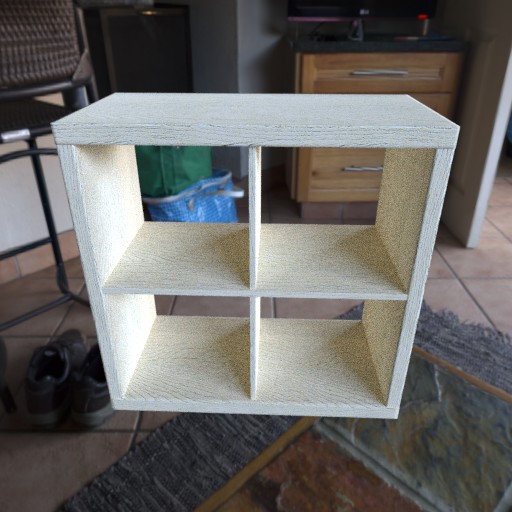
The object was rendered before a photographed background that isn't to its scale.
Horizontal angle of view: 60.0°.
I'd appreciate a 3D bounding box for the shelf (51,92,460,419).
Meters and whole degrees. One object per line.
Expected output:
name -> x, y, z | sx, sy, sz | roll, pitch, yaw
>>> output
shelf -> 0.000, 0.000, 1.213 | 0.790, 0.786, 0.390 | 1, 28, 2
